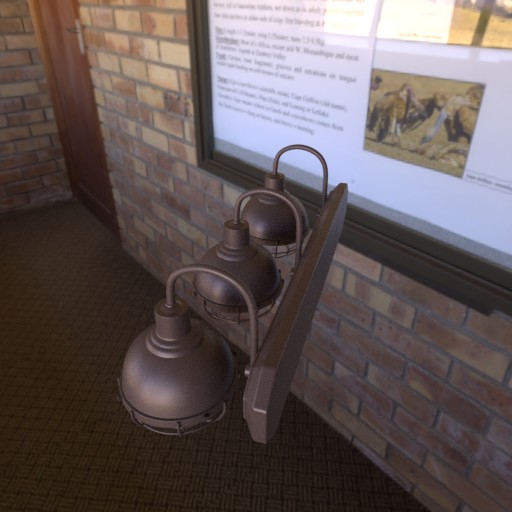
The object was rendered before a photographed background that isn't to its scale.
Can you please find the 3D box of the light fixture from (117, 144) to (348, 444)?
[{"bbox_3d":[0.000,0.000,0.762,0.229,0.254,0.634,9,32,15],"label":"light fixture"}]
